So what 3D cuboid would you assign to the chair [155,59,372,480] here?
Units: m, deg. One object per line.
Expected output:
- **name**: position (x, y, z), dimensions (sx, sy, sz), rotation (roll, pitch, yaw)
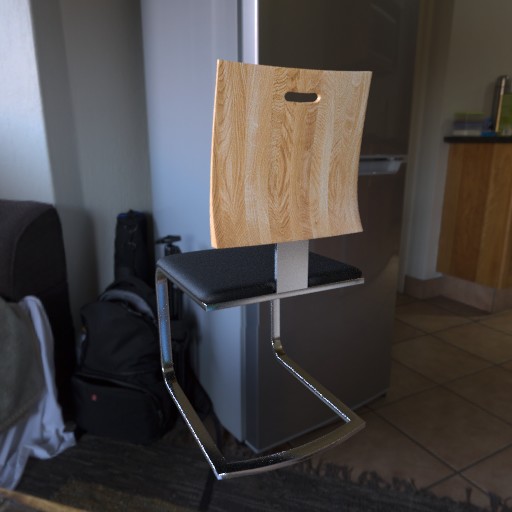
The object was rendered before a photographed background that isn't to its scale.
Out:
- **chair**: position (0.000, 0.000, 1.241), dimensions (0.462, 0.936, 0.560), rotation (-8, 17, -26)
